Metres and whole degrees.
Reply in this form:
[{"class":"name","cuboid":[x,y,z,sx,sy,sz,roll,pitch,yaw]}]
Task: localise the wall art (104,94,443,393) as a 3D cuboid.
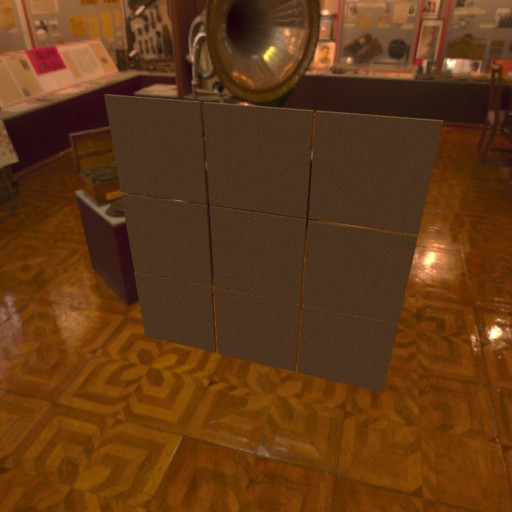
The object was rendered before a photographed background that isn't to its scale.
[{"class":"wall art","cuboid":[0.000,0.000,1.397,0.919,0.917,0.010,10,33,15]}]
